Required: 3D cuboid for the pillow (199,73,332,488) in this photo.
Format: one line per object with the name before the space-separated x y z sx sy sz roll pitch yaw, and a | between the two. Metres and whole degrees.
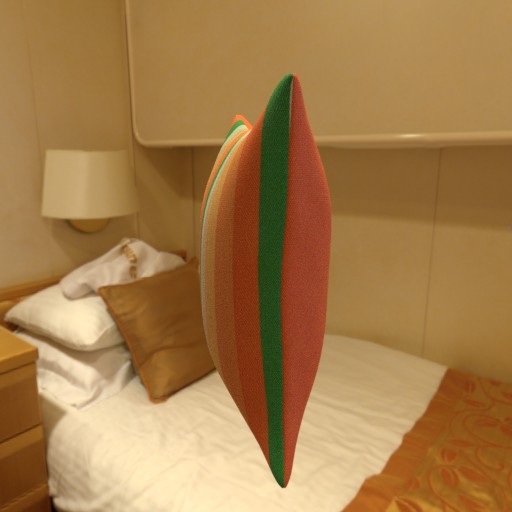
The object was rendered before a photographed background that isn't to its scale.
pillow | 0.000 0.000 0.668 0.169 0.444 0.453 -2 13 -8
